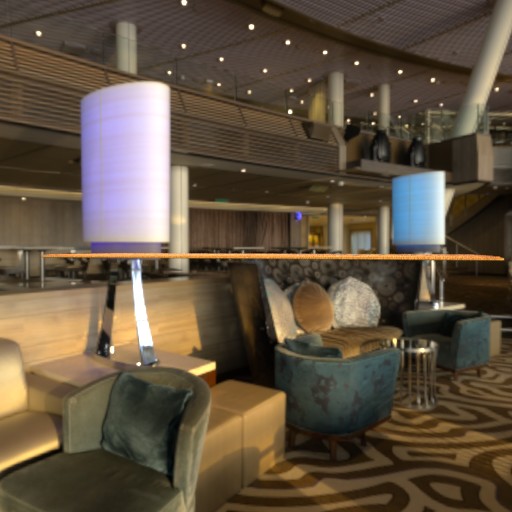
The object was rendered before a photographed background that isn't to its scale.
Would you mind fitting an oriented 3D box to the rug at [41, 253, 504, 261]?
[{"bbox_3d":[0.000,0.000,1.936,1.820,0.013,0.556,0,1,18],"label":"rug"}]
